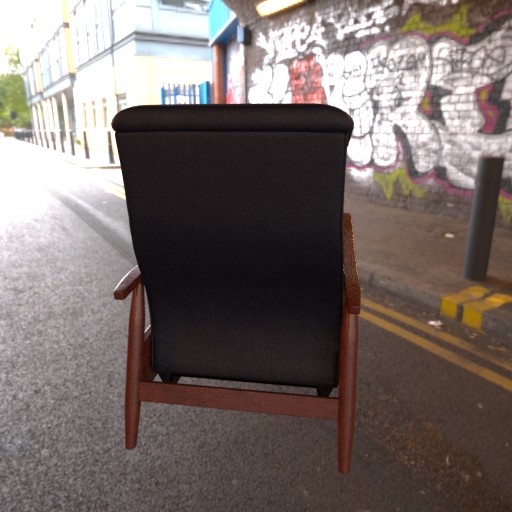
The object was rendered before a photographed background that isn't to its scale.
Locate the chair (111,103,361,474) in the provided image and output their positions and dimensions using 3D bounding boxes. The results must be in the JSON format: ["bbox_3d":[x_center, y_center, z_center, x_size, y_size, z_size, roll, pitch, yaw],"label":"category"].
[{"bbox_3d":[0.000,0.000,1.727,0.762,1.082,1.014,3,16,9],"label":"chair"}]
